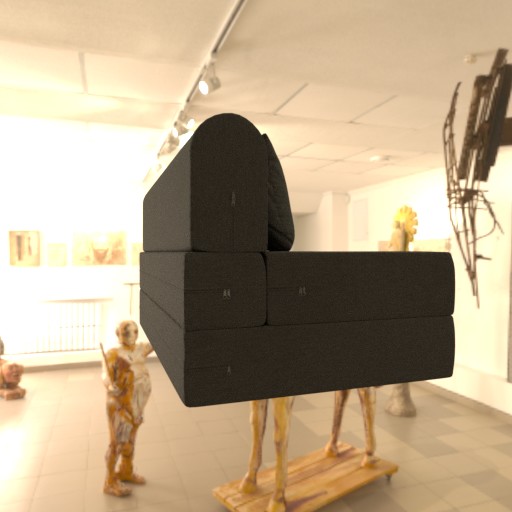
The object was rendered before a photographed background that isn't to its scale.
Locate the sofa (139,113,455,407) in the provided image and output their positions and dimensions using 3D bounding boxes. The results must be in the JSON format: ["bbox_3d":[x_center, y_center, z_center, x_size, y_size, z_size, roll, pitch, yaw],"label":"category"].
[{"bbox_3d":[0.000,0.000,1.677,0.762,0.670,1.225,0,1,-19],"label":"sofa"}]
